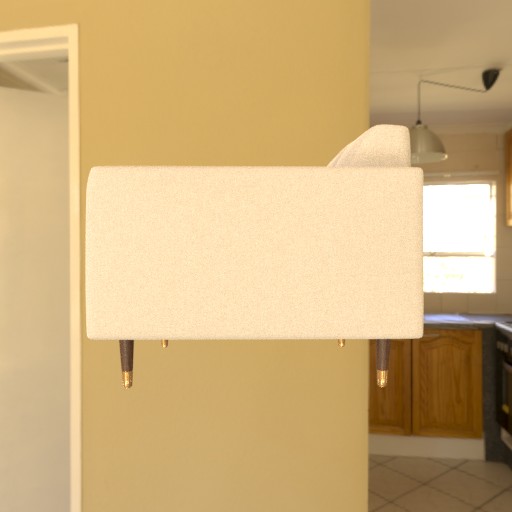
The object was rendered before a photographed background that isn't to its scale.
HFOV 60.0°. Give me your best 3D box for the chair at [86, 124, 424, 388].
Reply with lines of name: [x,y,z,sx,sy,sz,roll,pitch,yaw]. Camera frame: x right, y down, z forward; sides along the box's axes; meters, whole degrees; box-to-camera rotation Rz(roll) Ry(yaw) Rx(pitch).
chair: [0.000,0.000,1.693,0.998,0.819,0.953,0,0,-1]
